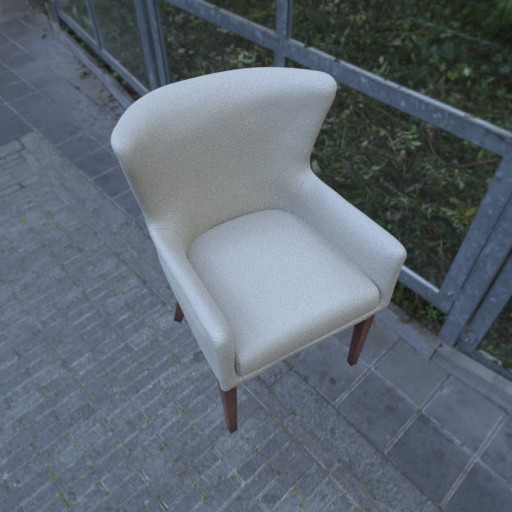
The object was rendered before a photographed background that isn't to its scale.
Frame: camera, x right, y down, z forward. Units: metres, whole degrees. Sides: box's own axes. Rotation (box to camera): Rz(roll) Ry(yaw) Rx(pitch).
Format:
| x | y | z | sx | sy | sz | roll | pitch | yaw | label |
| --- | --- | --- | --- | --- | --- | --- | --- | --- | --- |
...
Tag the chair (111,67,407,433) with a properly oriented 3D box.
| x | y | z | sx | sy | sz | roll | pitch | yaw | label |
| --- | --- | --- | --- | --- | --- | --- | --- | --- | --- |
| 0.000 | 0.000 | 1.438 | 0.660 | 0.952 | 0.686 | -23 | 52 | -19 | chair |
